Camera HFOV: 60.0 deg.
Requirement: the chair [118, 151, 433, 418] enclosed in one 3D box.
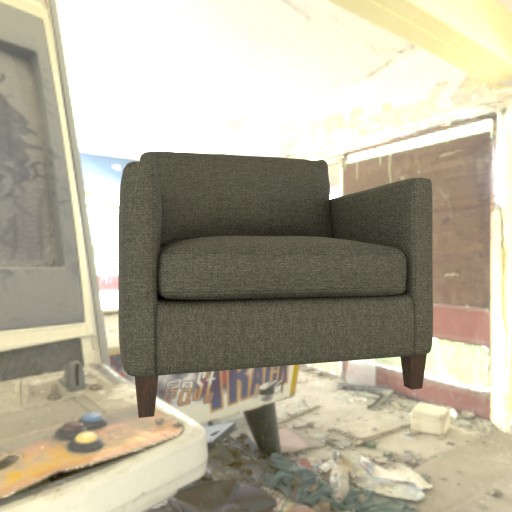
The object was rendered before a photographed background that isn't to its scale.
[{"bbox_3d":[0.000,0.000,1.867,1.107,0.963,0.959,0,0,-17],"label":"chair"}]
